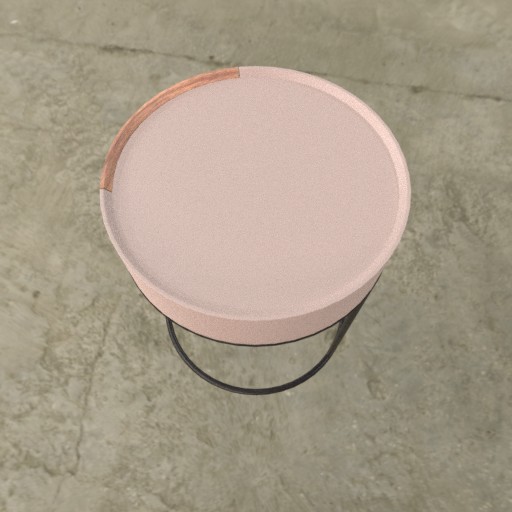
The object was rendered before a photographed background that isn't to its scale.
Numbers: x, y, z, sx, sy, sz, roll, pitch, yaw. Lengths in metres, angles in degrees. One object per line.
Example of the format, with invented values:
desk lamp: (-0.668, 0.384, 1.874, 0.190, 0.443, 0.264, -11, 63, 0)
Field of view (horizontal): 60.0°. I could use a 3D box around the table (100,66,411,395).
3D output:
table: (0.000, 0.000, 0.880, 0.450, 0.530, 0.450, 0, 63, 0)
